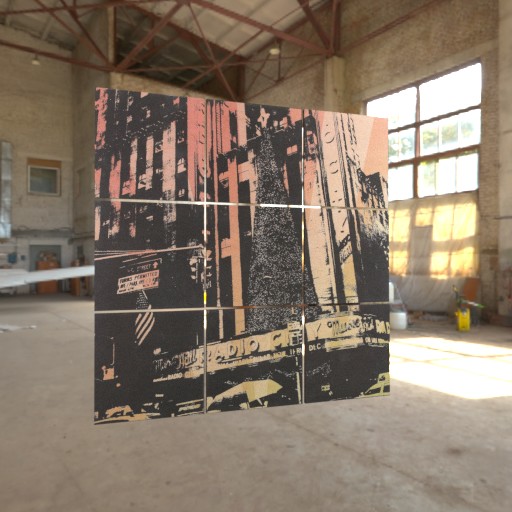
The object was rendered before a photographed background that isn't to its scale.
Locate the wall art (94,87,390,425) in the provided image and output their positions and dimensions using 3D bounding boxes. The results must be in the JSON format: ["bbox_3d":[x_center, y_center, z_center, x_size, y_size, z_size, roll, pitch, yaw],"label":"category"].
[{"bbox_3d":[0.000,0.000,1.775,1.216,1.216,0.013,0,-1,-17],"label":"wall art"}]
